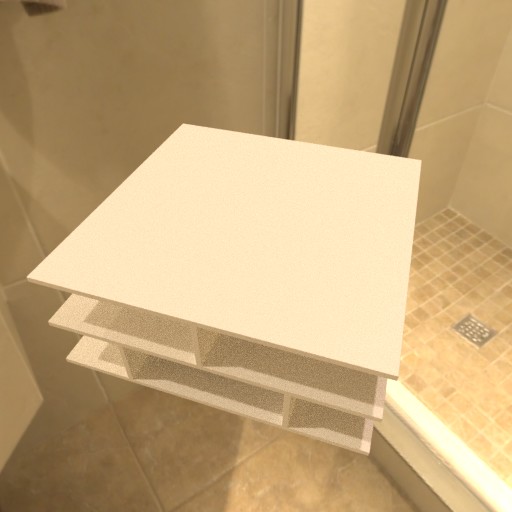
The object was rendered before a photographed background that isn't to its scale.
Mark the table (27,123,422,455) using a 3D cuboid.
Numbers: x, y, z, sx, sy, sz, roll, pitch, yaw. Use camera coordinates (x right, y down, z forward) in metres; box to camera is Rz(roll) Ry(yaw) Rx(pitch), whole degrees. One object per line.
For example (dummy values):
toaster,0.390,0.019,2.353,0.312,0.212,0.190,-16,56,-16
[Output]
table,0.000,0.000,1.115,0.700,0.289,0.700,12,43,14
